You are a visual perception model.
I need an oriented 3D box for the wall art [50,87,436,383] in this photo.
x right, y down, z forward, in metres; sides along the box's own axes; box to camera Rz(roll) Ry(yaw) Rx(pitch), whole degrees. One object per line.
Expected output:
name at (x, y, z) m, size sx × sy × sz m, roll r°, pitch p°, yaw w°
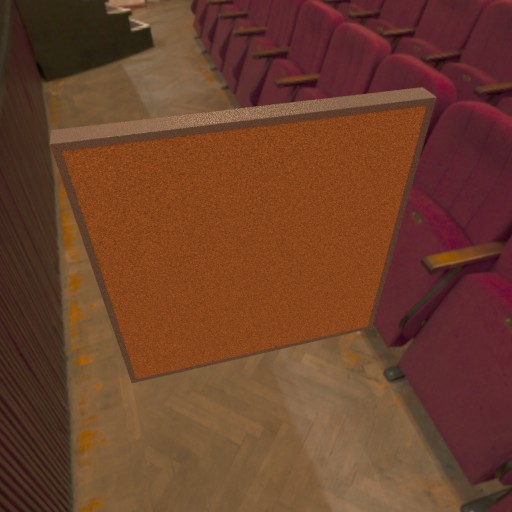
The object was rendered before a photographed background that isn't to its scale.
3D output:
wall art at (0.000, 0.000, 0.514) m, size 0.349 × 0.349 × 0.028 m, roll -10°, pitch 43°, yaw -11°
